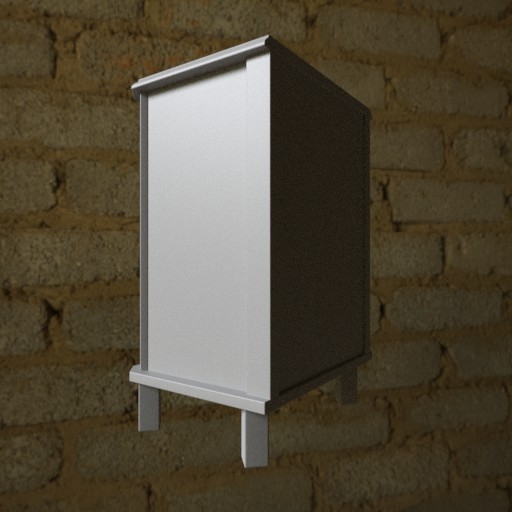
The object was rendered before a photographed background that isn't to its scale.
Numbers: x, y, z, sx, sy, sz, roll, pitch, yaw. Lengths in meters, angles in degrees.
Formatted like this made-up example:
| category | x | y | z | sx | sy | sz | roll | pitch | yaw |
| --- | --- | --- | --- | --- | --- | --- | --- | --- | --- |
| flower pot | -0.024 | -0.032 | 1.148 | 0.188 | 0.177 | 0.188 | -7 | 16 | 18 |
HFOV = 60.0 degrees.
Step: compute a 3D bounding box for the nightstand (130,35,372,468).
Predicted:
| category | x | y | z | sx | sy | sz | roll | pitch | yaw |
| --- | --- | --- | --- | --- | --- | --- | --- | --- | --- |
| nightstand | 0.000 | 0.000 | 0.956 | 0.350 | 0.680 | 0.450 | 0 | 0 | 35 |
